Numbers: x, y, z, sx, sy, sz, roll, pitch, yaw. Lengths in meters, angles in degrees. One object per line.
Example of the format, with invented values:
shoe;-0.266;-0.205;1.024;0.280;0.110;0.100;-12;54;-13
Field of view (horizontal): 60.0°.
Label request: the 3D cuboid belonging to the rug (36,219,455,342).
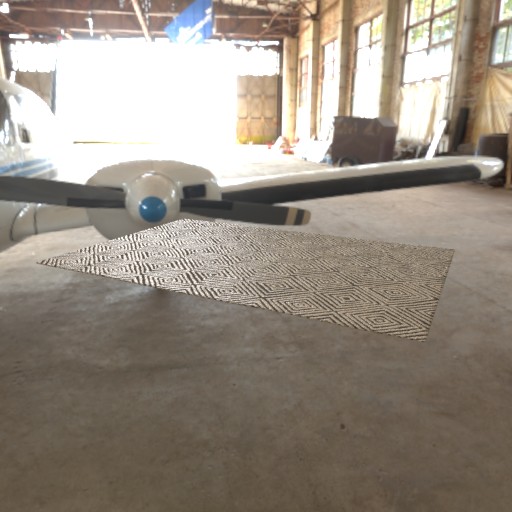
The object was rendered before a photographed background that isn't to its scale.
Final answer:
rug;0.000;0.000;2.215;1.750;0.004;1.177;8;18;26
